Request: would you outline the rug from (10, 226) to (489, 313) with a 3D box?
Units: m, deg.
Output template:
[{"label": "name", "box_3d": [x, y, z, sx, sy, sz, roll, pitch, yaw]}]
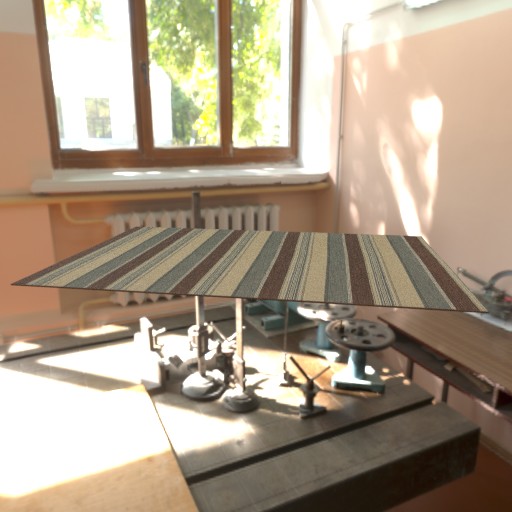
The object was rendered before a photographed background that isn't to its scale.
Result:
[{"label": "rug", "box_3d": [0.000, 0.000, 2.243, 1.829, 0.008, 1.219, 2, 15, 9]}]
